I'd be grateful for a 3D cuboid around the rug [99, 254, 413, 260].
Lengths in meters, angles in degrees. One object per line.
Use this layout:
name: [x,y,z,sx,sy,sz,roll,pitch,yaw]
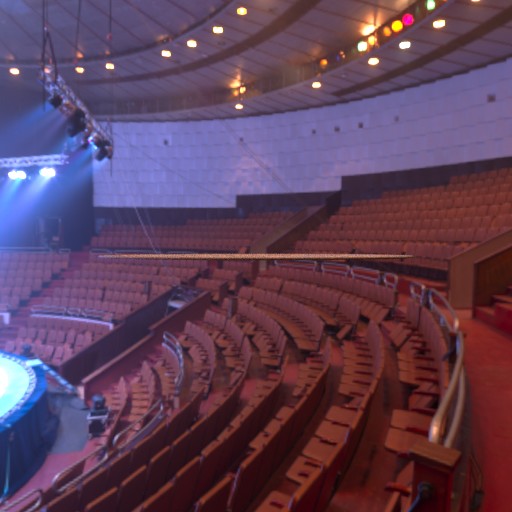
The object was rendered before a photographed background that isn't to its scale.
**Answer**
rug: [0.000,0.000,3.554,2.382,0.014,2.382,0,1,0]
